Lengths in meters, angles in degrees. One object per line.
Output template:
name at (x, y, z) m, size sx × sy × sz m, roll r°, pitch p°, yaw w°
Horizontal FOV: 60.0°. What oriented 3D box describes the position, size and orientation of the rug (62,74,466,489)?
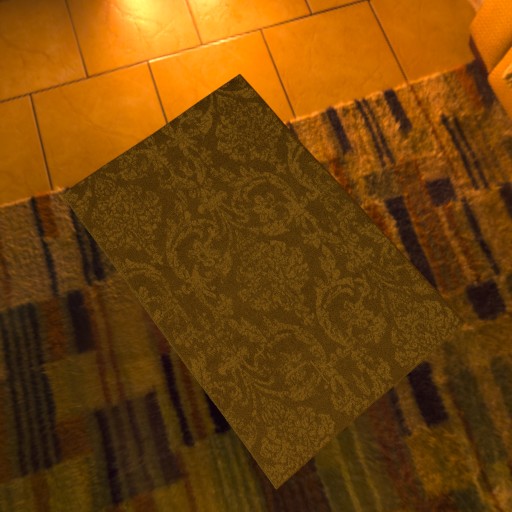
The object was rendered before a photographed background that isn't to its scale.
rug at (0.000, 0.000, 2.278) m, size 1.206 × 0.012 × 1.824 m, roll -37°, pitch 78°, yaw -9°
